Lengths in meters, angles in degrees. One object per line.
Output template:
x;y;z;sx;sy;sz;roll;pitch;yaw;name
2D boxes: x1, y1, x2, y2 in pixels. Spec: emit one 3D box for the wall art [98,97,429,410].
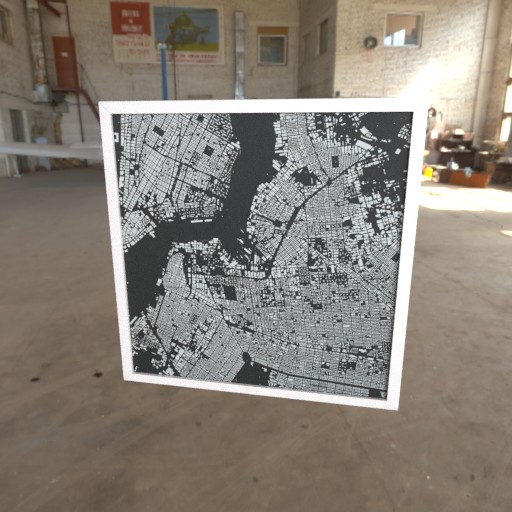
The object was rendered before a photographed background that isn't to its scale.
0.000;0.000;0.461;0.305;0.305;0.037;3;16;11;wall art
